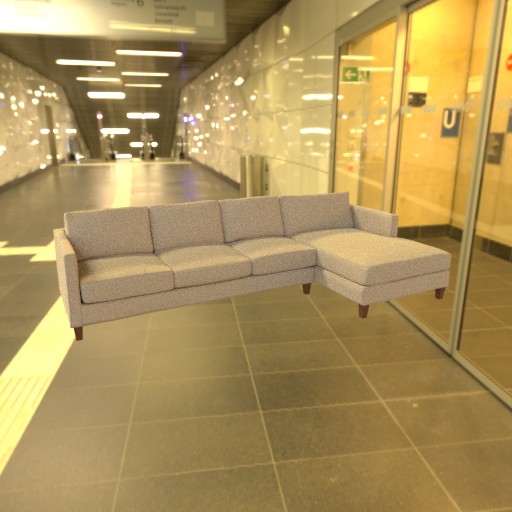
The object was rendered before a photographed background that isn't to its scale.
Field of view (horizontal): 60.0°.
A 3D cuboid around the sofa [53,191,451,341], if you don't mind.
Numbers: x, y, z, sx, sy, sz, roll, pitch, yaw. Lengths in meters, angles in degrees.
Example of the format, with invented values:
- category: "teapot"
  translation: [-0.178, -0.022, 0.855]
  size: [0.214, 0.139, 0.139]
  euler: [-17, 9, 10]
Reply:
- category: "sofa"
  translation: [0.000, 0.000, 3.962]
  size: [3.186, 0.861, 1.625]
  euler: [-8, 18, -27]
